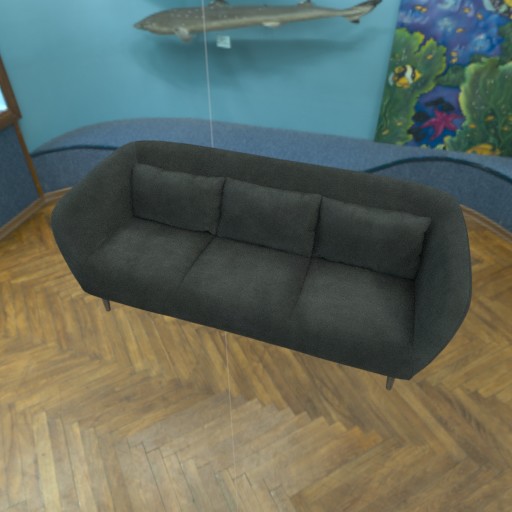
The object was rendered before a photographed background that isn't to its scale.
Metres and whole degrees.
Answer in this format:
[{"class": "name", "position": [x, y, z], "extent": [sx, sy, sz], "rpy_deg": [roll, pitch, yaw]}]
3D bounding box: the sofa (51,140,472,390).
[{"class": "sofa", "position": [0.000, 0.000, 2.707], "extent": [2.296, 0.875, 0.956], "rpy_deg": [13, 42, 14]}]
